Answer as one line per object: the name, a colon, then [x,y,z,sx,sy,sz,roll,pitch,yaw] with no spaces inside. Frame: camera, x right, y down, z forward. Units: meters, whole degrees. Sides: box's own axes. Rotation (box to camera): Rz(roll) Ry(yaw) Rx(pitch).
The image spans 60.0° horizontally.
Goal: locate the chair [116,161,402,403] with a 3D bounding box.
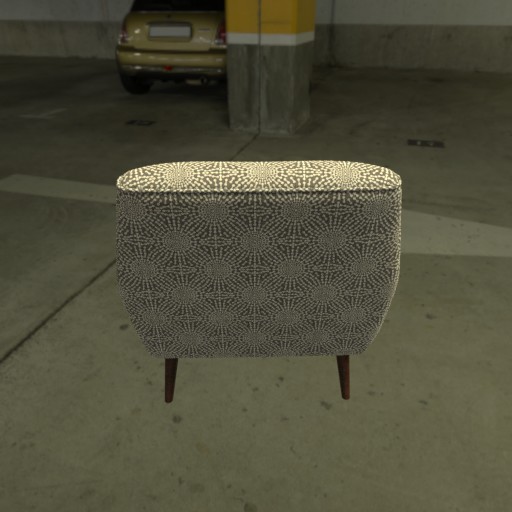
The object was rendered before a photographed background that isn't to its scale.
chair: [0.000,0.000,1.475,0.762,0.838,0.787,-1,29,-1]
